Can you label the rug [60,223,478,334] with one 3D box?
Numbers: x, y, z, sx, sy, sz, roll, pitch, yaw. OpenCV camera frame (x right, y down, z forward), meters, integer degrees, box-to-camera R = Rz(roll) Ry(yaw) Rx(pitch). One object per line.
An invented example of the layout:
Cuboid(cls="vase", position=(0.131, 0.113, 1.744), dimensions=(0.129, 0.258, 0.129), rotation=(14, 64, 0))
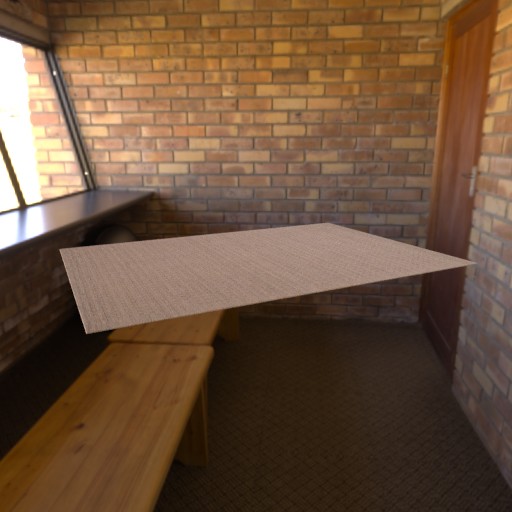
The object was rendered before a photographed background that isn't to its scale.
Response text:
Cuboid(cls="rug", position=(0.000, 0.000, 3.701), dimensions=(2.895, 0.006, 1.981), rotation=(-7, 16, -26))
